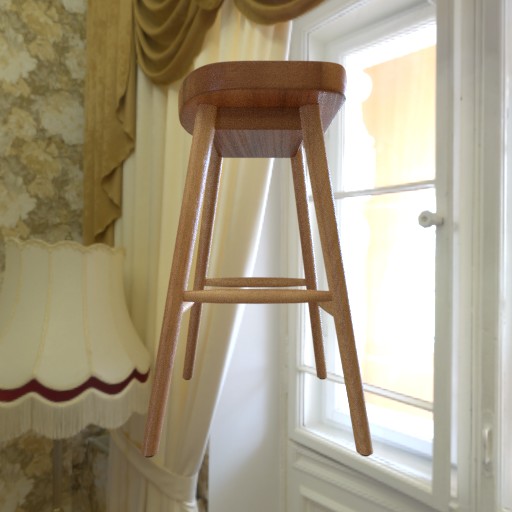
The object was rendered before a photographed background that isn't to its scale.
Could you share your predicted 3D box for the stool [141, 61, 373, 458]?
[{"bbox_3d":[0.000,0.000,0.893,0.361,0.615,0.440,0,1,-1],"label":"stool"}]
